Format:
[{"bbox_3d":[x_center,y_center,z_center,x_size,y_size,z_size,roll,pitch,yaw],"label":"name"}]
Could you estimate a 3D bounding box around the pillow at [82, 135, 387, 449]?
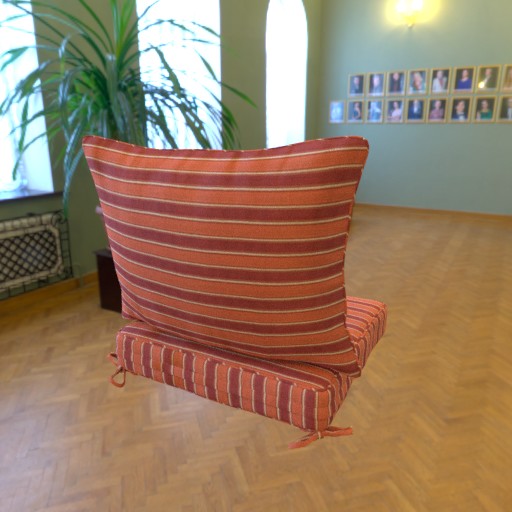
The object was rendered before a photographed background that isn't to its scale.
[{"bbox_3d":[0.000,0.000,1.368,0.799,0.723,0.733,8,18,27],"label":"pillow"}]
